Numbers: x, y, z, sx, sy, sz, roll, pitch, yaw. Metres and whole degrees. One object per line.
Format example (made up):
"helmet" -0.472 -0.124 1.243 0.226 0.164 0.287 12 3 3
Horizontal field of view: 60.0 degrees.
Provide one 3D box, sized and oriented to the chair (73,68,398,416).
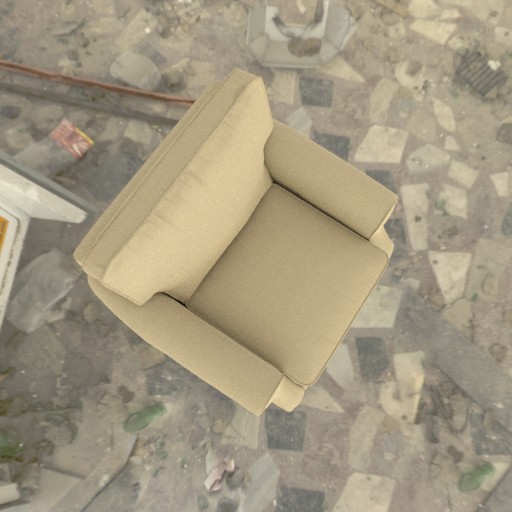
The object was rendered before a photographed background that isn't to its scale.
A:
"chair" 0.000 0.000 1.806 0.966 0.967 1.029 33 78 8
